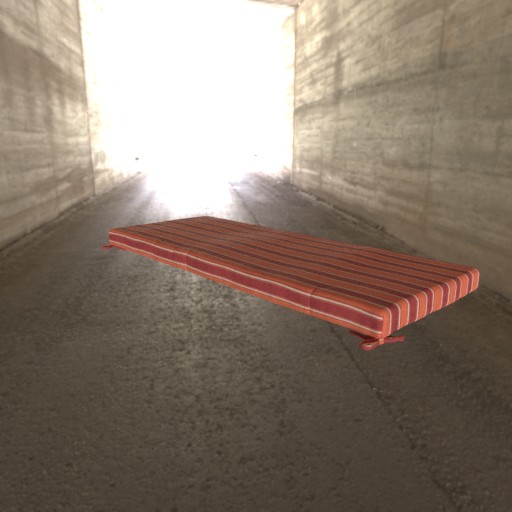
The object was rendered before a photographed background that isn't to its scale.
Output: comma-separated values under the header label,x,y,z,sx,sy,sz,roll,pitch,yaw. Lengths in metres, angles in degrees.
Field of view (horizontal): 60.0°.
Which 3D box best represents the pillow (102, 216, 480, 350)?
label,x,y,z,sx,sy,sz,roll,pitch,yaw
pillow,0.000,0.000,1.362,0.492,0.081,1.187,-13,19,-42
